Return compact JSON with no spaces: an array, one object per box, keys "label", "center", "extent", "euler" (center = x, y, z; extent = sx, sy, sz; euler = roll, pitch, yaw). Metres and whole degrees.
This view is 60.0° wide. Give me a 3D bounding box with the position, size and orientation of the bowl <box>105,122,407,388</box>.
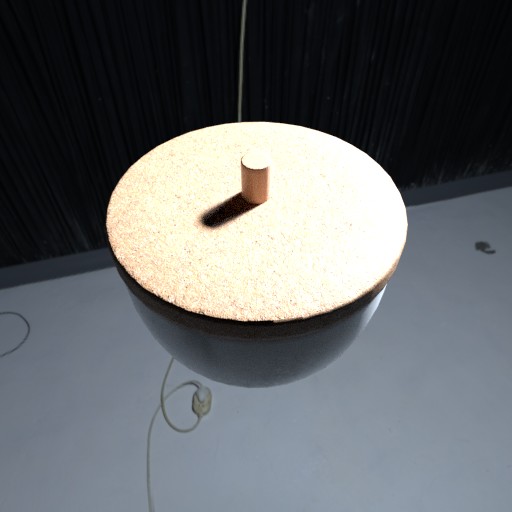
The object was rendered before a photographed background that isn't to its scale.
[{"label":"bowl","center":[0.000,0.000,0.214],"extent":[0.126,0.110,0.126],"euler":[0,47,0]}]
